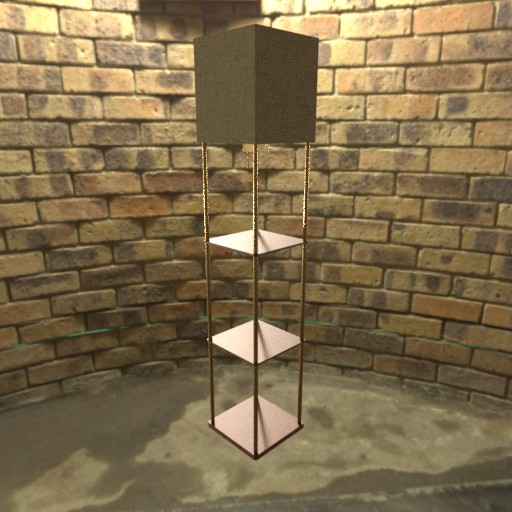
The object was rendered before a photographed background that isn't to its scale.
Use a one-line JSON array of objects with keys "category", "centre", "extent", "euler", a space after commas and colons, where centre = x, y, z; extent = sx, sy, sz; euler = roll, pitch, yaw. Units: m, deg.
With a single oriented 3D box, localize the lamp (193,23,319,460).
[{"category": "lamp", "centre": [0.000, 0.000, 1.750], "extent": [0.308, 1.569, 0.310], "euler": [-15, 22, -42]}]
